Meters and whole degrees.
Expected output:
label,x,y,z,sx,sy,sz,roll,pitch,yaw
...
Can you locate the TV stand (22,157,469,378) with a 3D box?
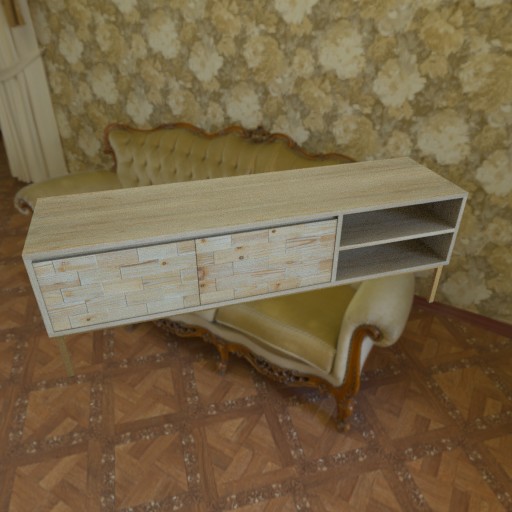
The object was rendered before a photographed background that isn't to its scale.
label,x,y,z,sx,sy,sz,roll,pitch,yaw
TV stand,0.000,0.000,1.847,1.600,0.550,0.420,-9,33,-14
